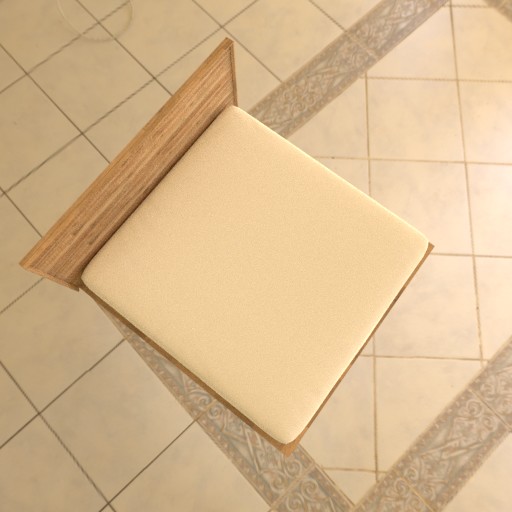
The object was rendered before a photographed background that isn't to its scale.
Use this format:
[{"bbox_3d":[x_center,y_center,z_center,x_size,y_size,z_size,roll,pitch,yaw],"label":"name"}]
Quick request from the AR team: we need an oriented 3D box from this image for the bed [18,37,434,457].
[{"bbox_3d":[0.000,0.000,3.368,2.167,1.100,2.116,37,79,8],"label":"bed"}]
